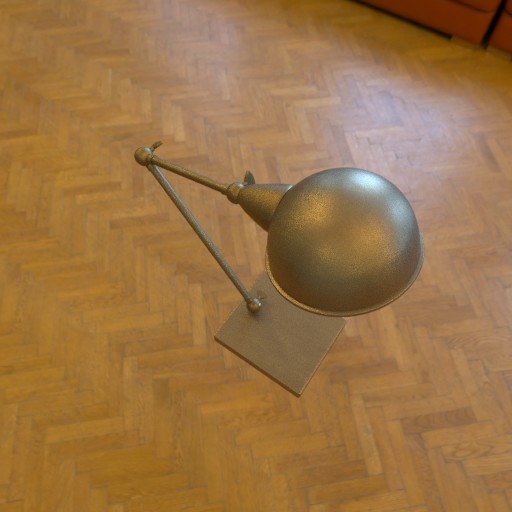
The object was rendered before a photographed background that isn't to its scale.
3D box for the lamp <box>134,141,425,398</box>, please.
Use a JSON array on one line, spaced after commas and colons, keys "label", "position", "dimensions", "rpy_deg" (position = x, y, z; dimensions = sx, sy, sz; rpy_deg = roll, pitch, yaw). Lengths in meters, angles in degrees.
[{"label": "lamp", "position": [0.000, 0.000, 0.542], "dimensions": [0.339, 0.371, 0.149], "rpy_deg": [31, 64, 17]}]
